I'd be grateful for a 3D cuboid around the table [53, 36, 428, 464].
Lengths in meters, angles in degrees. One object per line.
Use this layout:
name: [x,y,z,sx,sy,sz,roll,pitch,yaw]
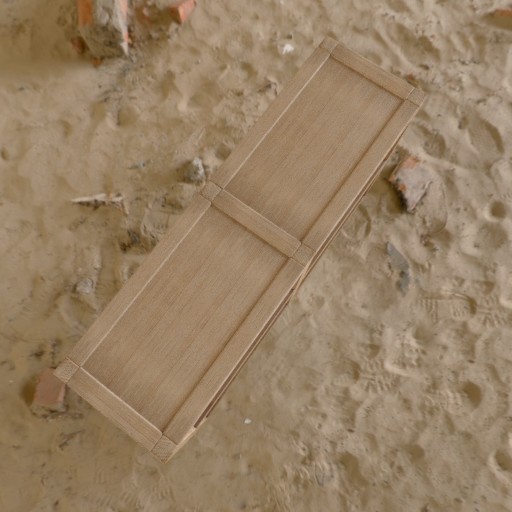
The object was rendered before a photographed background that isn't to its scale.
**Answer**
table: [0.000,0.000,1.643,0.381,0.762,1.320,35,78,9]
